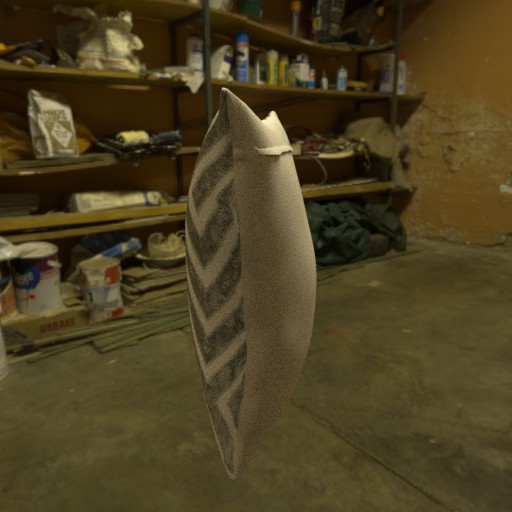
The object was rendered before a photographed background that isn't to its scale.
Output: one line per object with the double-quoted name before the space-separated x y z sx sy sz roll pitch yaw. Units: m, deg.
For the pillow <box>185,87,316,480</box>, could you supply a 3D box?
"pillow" 0.000 0.000 0.665 0.182 0.441 0.440 2 14 8
